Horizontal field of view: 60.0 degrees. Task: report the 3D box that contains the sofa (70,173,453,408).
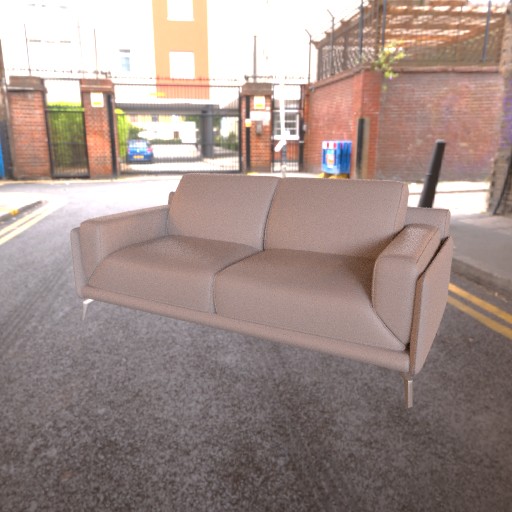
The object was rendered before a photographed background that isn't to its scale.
[{"bbox_3d":[0.000,0.000,2.645,2.101,0.930,1.049,8,16,27],"label":"sofa"}]
